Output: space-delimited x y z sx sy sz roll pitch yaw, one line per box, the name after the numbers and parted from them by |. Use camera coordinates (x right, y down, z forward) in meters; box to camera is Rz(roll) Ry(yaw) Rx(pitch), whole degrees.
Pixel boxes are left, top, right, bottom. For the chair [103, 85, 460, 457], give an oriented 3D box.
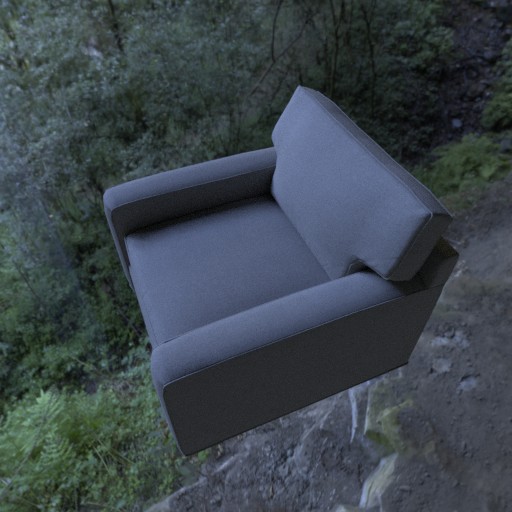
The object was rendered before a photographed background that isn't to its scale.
0.000 0.000 1.815 1.044 0.934 0.999 -17 49 -15 | chair
